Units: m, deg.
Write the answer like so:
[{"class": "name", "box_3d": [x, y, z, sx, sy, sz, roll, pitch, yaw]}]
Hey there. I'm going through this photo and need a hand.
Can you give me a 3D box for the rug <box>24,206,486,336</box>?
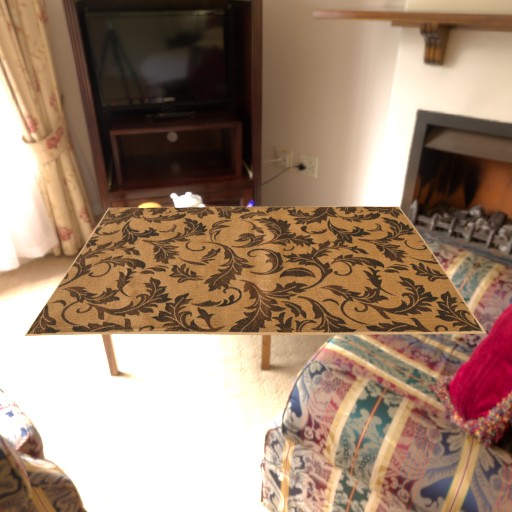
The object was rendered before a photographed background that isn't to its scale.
[{"class": "rug", "box_3d": [0.000, 0.000, 2.827, 2.284, 0.008, 1.522, 0, 31, -1]}]
